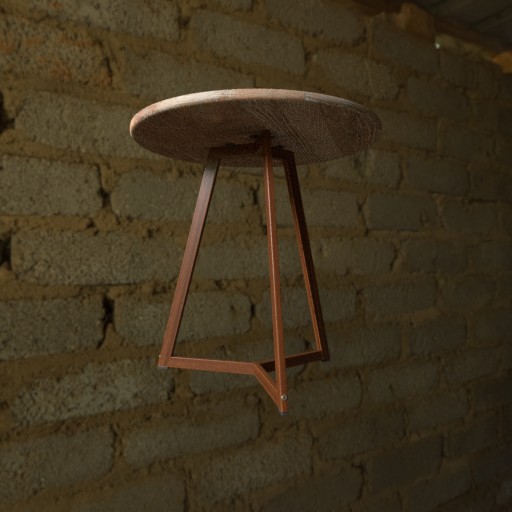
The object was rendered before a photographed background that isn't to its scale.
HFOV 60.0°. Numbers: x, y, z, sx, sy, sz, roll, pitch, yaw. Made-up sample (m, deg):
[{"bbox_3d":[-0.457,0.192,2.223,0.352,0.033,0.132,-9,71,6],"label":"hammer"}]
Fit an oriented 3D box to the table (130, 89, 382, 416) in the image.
[{"bbox_3d":[0.000,0.000,0.912,0.500,0.500,0.500,0,0,0],"label":"table"}]
